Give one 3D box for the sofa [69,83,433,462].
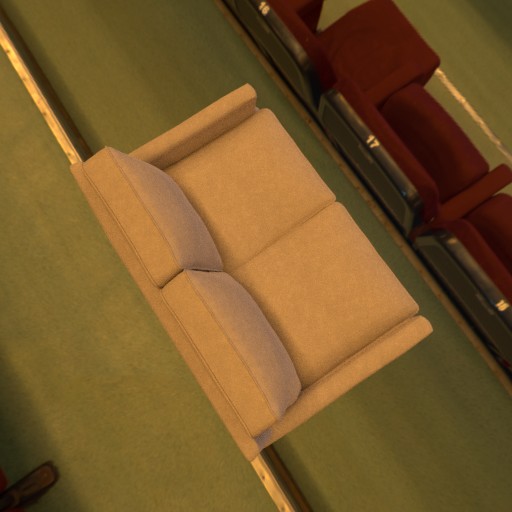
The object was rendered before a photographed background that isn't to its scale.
[{"bbox_3d":[0.000,0.000,2.278,1.084,1.002,1.597,-33,78,-8],"label":"sofa"}]
